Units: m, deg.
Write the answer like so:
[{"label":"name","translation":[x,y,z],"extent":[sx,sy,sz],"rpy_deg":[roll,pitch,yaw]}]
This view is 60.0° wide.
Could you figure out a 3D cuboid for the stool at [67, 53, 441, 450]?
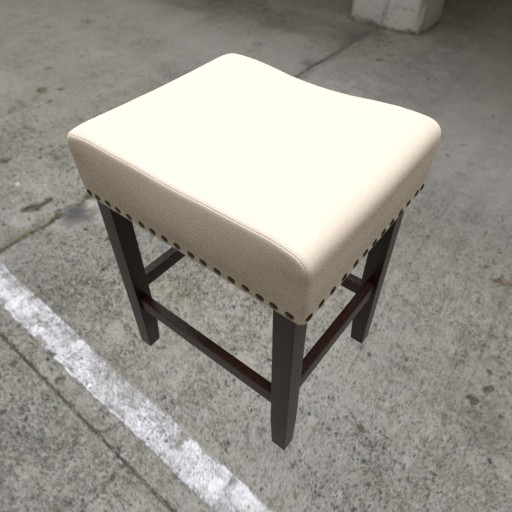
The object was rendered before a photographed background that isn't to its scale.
[{"label":"stool","translation":[0.000,0.000,0.915],"extent":[0.471,0.609,0.401],"rpy_deg":[30,53,25]}]
